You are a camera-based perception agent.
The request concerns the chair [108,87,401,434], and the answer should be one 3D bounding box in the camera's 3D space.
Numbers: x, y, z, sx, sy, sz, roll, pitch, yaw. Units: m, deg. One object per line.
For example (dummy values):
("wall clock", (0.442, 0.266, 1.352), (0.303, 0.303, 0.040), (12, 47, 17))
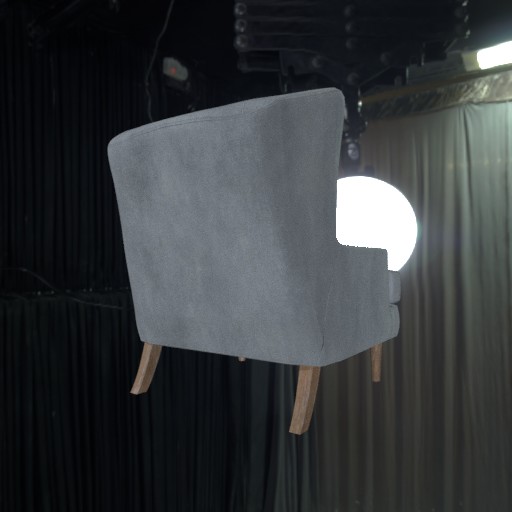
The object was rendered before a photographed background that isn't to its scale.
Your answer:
("chair", (0.000, 0.000, 1.590), (0.784, 0.950, 0.906), (-1, -1, 34))
